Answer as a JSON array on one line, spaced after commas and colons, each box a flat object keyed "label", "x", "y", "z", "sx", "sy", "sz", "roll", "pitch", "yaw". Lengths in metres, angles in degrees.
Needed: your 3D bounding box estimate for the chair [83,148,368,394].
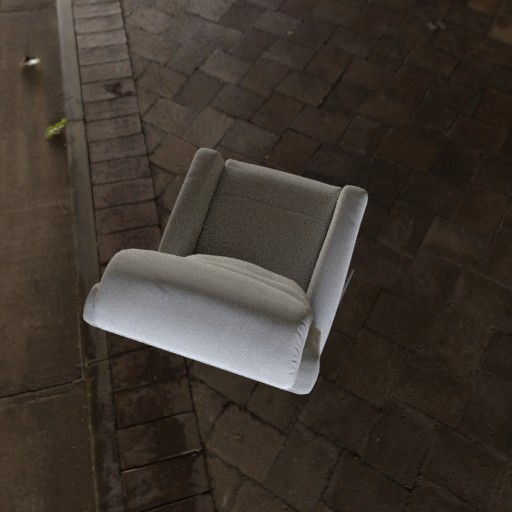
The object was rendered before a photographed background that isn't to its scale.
[{"label": "chair", "x": 0.000, "y": 0.000, "z": 1.727, "sx": 0.798, "sy": 1.013, "sz": 1.043, "roll": 16, "pitch": 64, "yaw": 8}]
